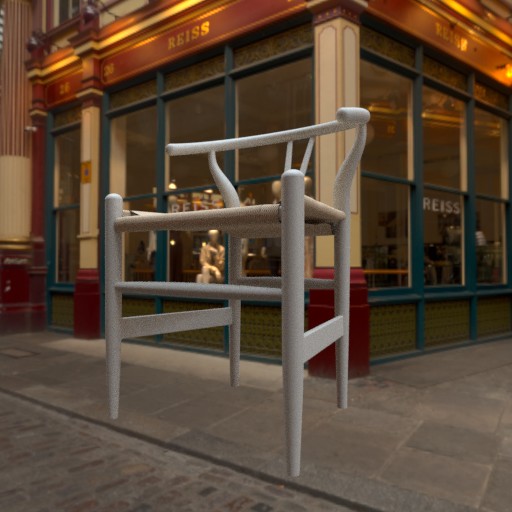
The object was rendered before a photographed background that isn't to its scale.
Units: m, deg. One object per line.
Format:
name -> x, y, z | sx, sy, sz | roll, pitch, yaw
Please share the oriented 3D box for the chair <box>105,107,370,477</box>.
chair -> 0.000, 0.000, 1.068 | 0.533, 0.736, 0.500 | 0, -1, 35
